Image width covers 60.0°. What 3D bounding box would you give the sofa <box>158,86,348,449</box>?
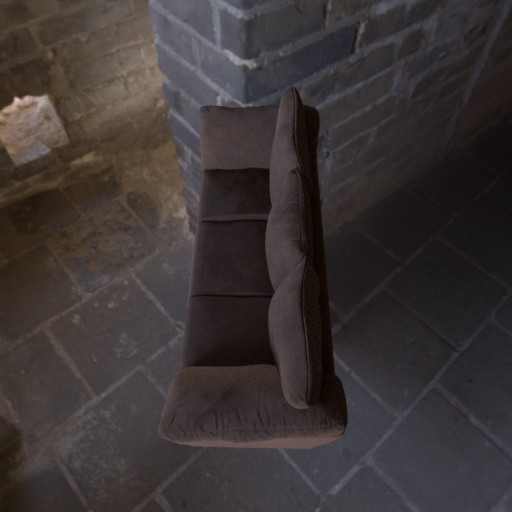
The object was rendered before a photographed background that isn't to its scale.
[{"bbox_3d":[0.000,0.000,2.845,0.878,1.015,2.336,1,56,1],"label":"sofa"}]
